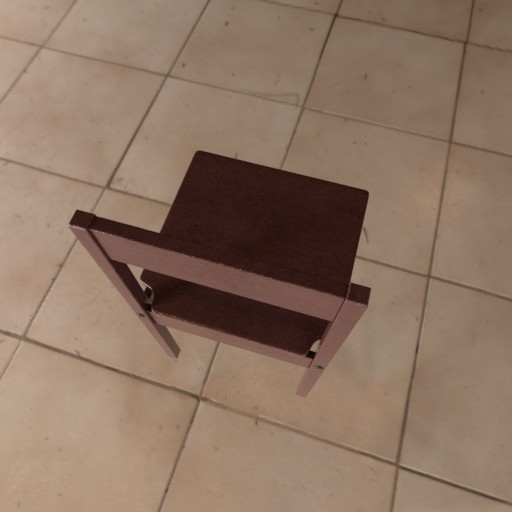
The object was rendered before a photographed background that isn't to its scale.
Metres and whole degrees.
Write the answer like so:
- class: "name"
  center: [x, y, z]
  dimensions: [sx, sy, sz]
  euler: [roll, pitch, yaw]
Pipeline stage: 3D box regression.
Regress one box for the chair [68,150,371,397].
- class: "chair"
  center: [0.000, 0.000, 0.870]
  dimensions: [0.367, 0.668, 0.361]
  euler: [15, 65, 7]
